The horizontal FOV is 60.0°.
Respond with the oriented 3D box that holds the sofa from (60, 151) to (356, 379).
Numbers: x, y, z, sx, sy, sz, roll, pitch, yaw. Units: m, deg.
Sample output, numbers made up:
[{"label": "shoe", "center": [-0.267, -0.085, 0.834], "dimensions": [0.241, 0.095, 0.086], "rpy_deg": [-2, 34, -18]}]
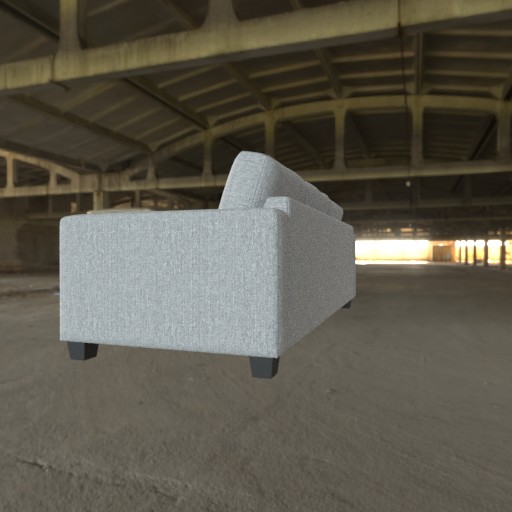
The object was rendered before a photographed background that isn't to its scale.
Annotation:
[{"label": "sofa", "center": [0.000, 0.000, 2.562], "dimensions": [0.900, 0.800, 2.120], "rpy_deg": [0, 0, 19]}]
